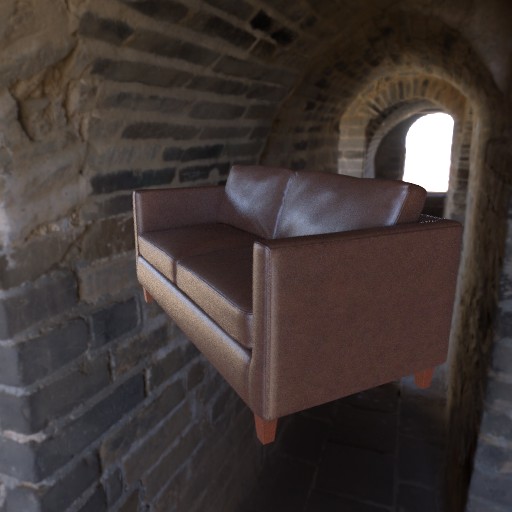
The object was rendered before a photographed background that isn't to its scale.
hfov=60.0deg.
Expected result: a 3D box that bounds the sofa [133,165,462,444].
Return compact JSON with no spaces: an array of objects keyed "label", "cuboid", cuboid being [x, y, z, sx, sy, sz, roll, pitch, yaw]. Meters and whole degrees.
[{"label":"sofa","cuboid":[0.000,0.000,2.443,0.951,0.933,1.883,-7,16,-27]}]
